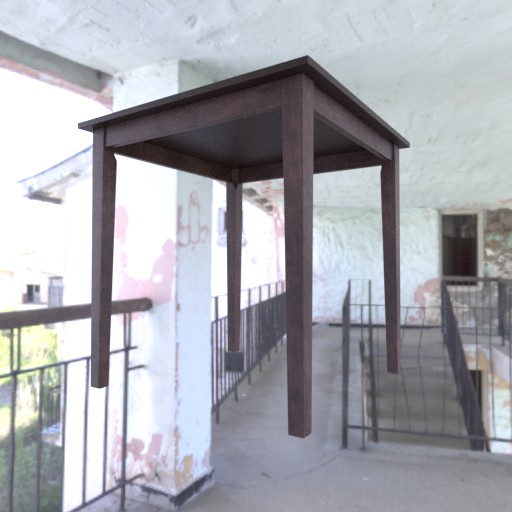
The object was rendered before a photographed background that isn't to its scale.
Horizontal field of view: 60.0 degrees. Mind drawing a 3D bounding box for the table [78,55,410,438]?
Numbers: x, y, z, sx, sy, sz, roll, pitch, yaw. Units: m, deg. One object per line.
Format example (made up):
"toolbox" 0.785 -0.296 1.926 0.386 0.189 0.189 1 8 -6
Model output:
"table" 0.000 0.000 1.384 0.749 0.770 0.749 -1 -2 34
